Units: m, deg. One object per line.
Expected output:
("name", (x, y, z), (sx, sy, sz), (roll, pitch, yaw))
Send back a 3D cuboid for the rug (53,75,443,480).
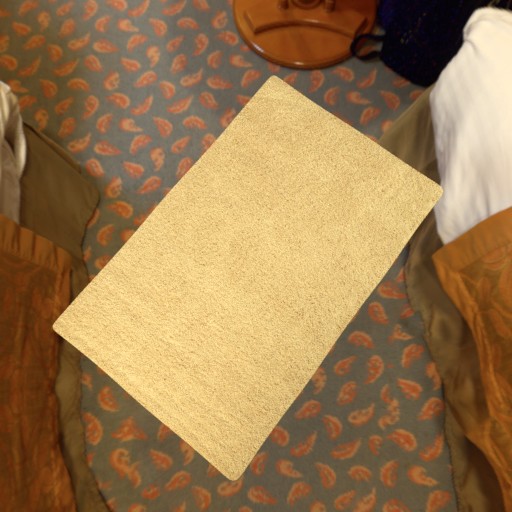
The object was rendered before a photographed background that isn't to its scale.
("rug", (0.000, 0.000, 2.953), (1.500, 0.025, 2.349), (37, 79, 9))
